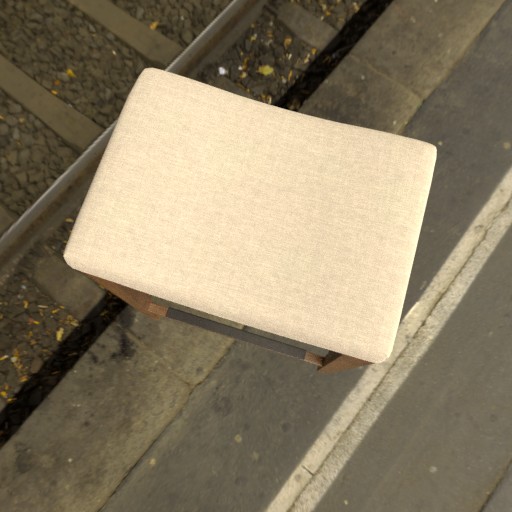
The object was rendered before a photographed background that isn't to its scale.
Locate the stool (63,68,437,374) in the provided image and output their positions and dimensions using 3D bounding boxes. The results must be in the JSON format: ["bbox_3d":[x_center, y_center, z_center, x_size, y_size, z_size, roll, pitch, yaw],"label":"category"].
[{"bbox_3d":[0.000,0.000,0.942,0.508,0.660,0.356,17,76,4],"label":"stool"}]
